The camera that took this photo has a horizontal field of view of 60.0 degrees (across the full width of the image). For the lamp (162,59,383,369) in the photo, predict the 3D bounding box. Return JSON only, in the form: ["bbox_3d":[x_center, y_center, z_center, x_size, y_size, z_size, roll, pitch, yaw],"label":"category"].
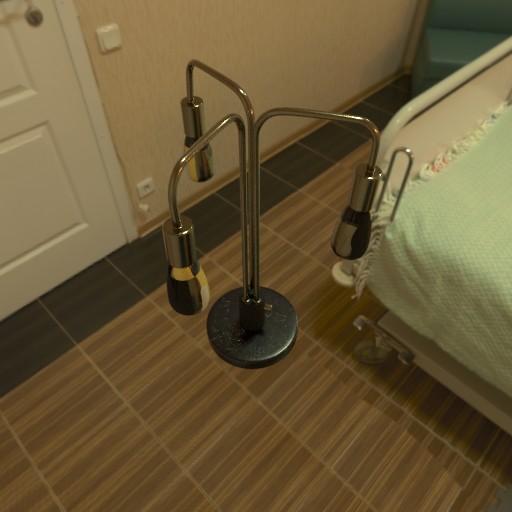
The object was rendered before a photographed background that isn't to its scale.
[{"bbox_3d":[0.000,0.000,0.783,0.368,0.560,0.355,11,49,10],"label":"lamp"}]
